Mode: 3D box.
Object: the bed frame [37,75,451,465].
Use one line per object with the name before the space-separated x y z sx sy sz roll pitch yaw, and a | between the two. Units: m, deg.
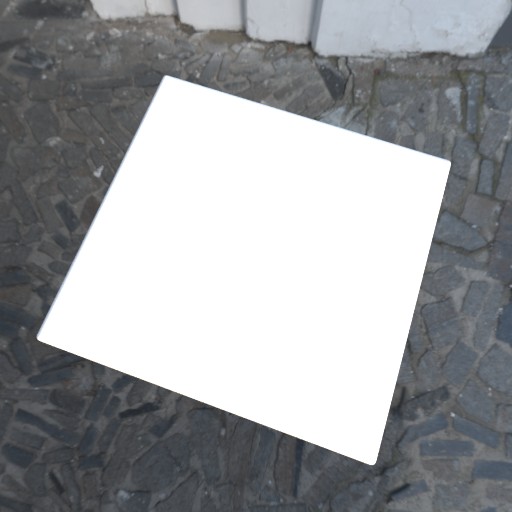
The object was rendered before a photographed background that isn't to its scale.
bed frame | 0.000 0.000 2.966 2.033 0.525 1.935 19 74 5
